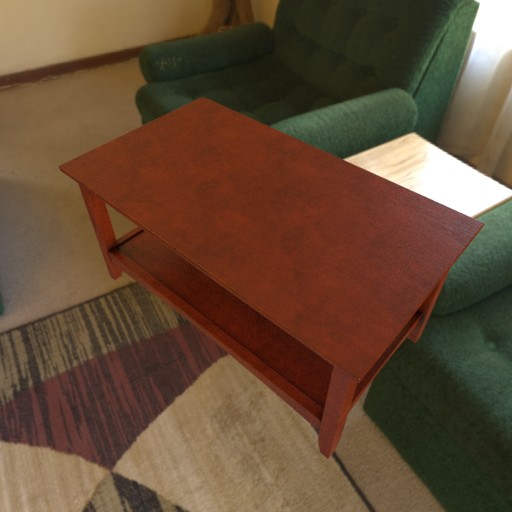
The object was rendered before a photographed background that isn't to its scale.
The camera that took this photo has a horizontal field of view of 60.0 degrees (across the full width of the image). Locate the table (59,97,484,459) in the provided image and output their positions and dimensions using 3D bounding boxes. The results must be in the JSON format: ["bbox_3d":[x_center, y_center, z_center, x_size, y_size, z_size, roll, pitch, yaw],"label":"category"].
[{"bbox_3d":[0.000,0.000,1.266,0.943,0.456,0.533,33,54,28],"label":"table"}]
